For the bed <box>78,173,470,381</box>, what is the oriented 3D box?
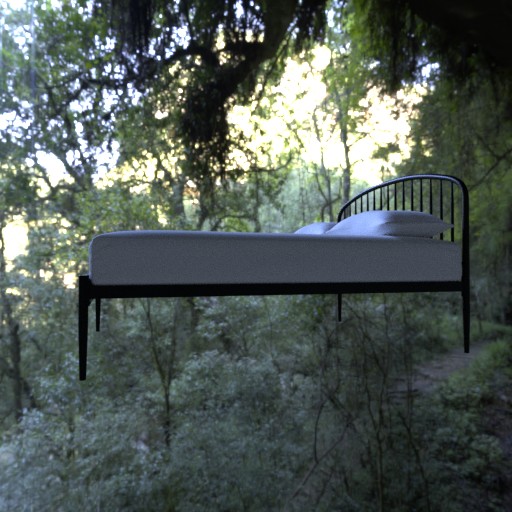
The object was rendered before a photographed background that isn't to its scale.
[{"bbox_3d":[0.000,0.000,3.066,2.159,1.166,1.618,0,-1,-17],"label":"bed"}]
